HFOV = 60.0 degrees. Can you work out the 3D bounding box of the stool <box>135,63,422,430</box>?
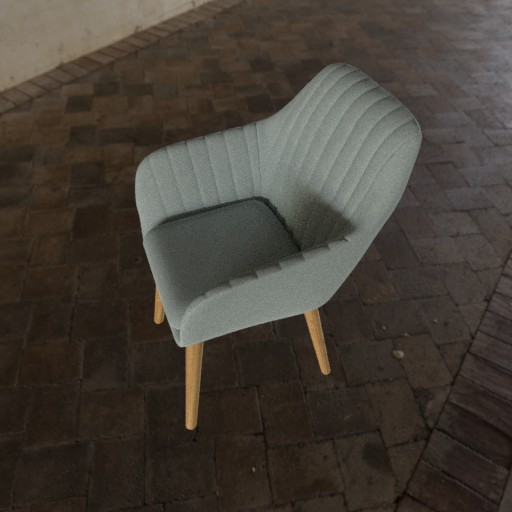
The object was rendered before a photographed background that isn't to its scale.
[{"bbox_3d":[0.000,0.000,1.172,0.590,0.830,0.503,-17,49,-15],"label":"stool"}]
